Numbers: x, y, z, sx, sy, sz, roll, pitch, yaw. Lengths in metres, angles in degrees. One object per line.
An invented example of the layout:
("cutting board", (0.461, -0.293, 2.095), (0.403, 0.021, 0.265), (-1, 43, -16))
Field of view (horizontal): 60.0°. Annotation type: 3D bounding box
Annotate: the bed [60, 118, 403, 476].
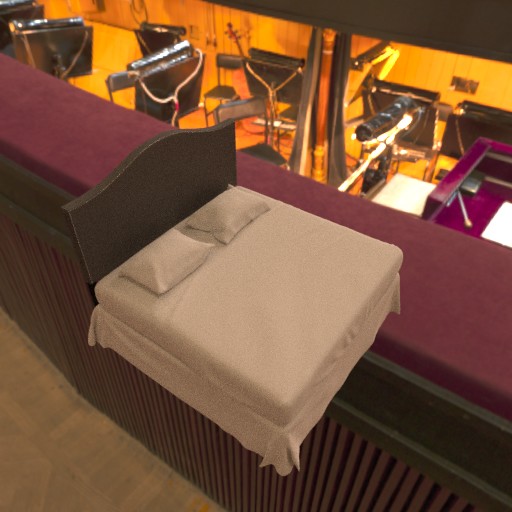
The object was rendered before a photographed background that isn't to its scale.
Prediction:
("bed", (0.000, 0.000, 3.786), (2.219, 1.651, 2.314), (25, 47, 27))
